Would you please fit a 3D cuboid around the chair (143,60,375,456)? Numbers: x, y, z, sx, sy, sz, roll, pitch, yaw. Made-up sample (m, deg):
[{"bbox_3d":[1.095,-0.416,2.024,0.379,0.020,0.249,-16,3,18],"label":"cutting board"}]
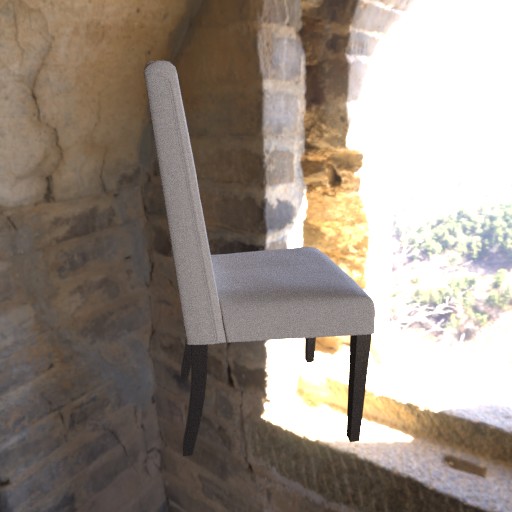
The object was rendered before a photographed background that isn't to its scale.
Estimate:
[{"bbox_3d":[0.000,0.000,1.242,0.523,0.961,0.474,-3,17,-9],"label":"chair"}]
